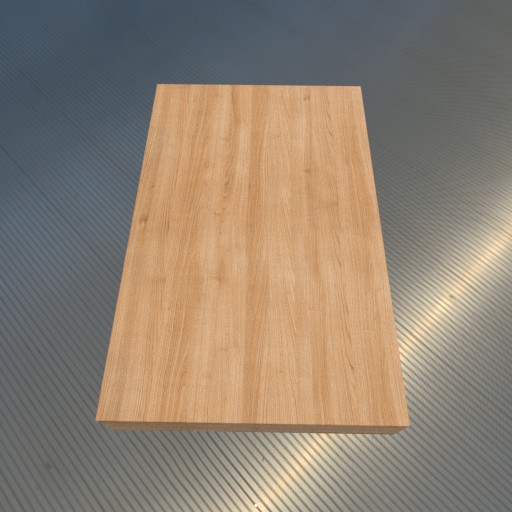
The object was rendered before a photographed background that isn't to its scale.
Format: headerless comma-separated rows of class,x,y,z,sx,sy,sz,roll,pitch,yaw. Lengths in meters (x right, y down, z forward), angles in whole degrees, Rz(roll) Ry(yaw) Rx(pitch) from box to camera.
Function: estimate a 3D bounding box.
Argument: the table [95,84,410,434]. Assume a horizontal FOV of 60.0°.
table,0.000,0.000,1.445,0.700,0.440,1.100,1,61,0
